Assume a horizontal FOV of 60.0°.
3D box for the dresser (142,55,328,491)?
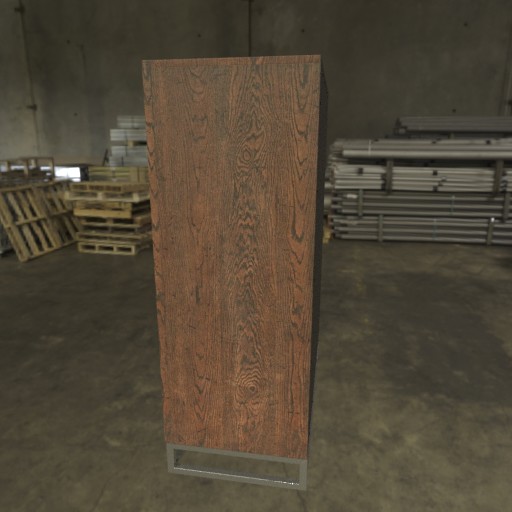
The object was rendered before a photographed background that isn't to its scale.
[{"bbox_3d":[0.000,0.000,1.784,0.508,1.321,0.965,3,15,10],"label":"dresser"}]
